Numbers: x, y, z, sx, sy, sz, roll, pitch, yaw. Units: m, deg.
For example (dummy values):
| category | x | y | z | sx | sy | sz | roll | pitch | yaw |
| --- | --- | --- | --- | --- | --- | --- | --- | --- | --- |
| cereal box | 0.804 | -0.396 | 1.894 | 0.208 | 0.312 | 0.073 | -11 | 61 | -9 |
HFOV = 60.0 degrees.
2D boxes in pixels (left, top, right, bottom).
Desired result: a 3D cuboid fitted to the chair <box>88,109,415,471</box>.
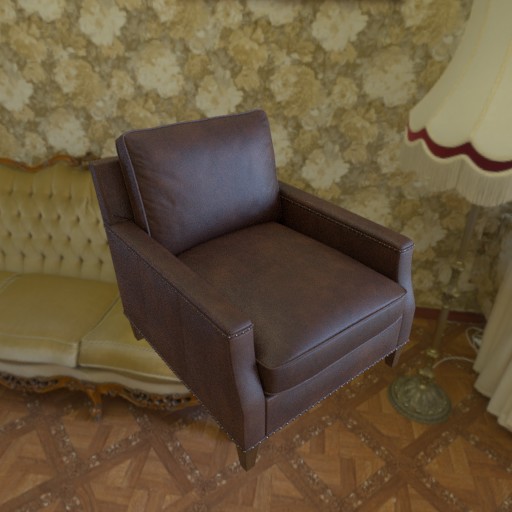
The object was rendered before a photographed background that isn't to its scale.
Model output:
| category | x | y | z | sx | sy | sz | roll | pitch | yaw |
| --- | --- | --- | --- | --- | --- | --- | --- | --- | --- |
| chair | 0.000 | 0.000 | 1.741 | 0.853 | 0.929 | 1.014 | -22 | 37 | -32 |
